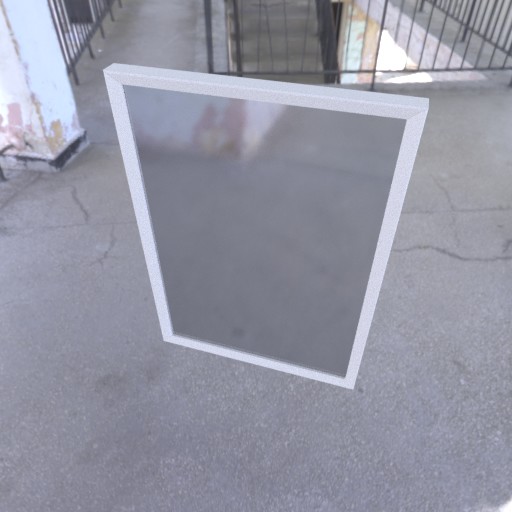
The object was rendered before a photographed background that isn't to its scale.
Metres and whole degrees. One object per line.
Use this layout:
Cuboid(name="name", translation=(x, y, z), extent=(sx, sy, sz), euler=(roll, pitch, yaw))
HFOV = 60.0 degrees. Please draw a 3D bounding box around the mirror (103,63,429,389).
Cuboid(name="mirror", translation=(0.000, 0.000, 0.913), extent=(0.507, 0.710, 0.039), euler=(11, 43, 13))
